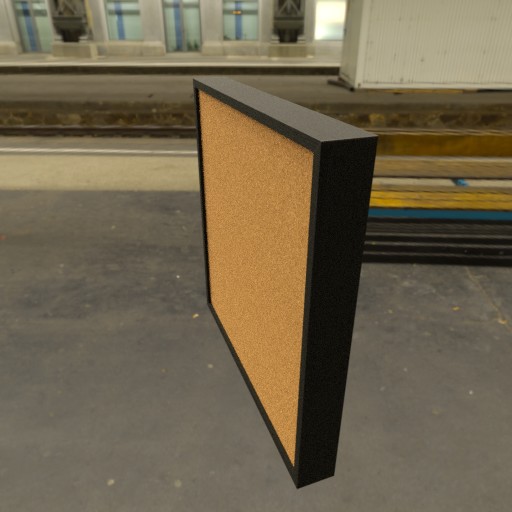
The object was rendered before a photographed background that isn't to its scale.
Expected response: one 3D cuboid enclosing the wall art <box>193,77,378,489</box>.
[{"bbox_3d":[0.000,0.000,0.449,0.037,0.305,0.305,-10,30,-18],"label":"wall art"}]
